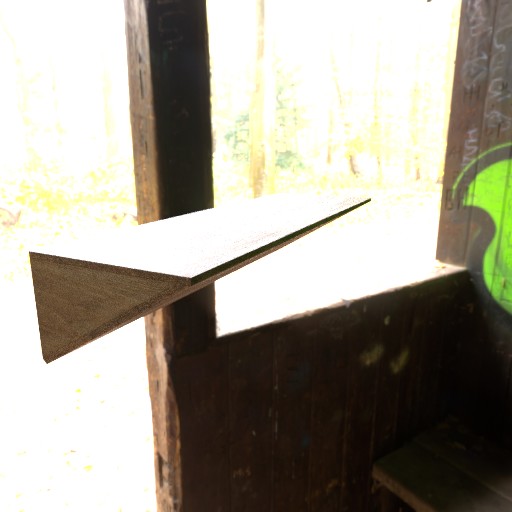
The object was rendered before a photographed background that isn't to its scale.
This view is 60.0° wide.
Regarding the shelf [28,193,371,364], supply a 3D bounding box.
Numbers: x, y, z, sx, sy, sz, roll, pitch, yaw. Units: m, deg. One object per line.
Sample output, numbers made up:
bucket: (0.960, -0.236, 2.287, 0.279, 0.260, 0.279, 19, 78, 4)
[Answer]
shelf: (0.000, 0.000, 0.679, 0.200, 0.125, 0.610, 7, 16, 27)
